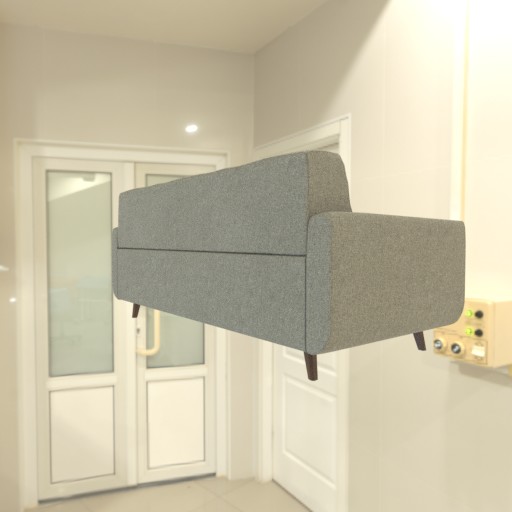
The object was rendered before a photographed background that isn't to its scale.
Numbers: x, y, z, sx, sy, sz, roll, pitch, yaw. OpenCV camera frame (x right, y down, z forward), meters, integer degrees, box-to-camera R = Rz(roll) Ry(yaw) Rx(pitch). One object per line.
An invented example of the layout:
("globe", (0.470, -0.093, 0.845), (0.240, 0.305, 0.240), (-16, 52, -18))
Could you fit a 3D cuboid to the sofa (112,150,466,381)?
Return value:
("sofa", (0.000, 0.000, 2.577), (0.968, 0.873, 2.055), (-2, 3, -38))
